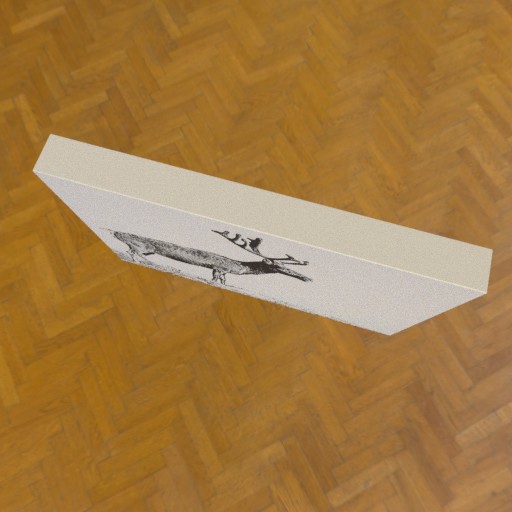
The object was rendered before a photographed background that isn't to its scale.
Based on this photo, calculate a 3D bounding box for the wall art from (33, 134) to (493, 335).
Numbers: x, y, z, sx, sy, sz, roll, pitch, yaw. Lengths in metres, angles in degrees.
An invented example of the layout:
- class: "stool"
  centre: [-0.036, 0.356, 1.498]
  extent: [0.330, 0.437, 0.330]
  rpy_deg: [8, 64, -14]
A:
- class: "wall art"
  centre: [0.000, 0.000, 0.486]
  extent: [0.381, 0.259, 0.038]
  rpy_deg: [16, 73, 5]
